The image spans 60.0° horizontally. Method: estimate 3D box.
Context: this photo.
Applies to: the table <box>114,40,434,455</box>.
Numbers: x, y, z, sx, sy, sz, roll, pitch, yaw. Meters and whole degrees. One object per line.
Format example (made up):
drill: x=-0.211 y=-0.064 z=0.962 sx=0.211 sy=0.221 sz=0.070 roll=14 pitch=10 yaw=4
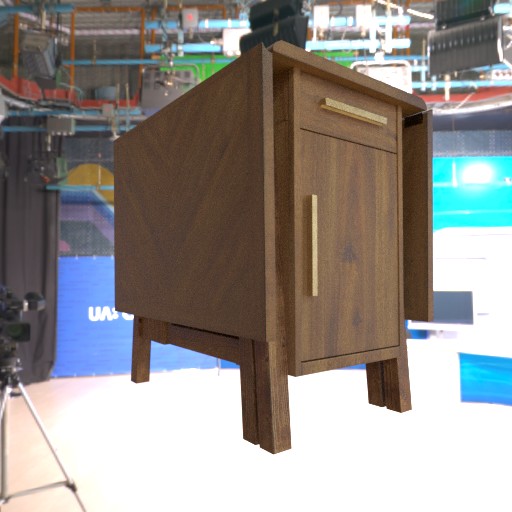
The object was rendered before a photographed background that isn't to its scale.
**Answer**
table: x=0.000 y=0.000 z=1.590 sx=0.701 sy=0.981 sz=0.967 roll=1 pitch=-2 yaw=-37
